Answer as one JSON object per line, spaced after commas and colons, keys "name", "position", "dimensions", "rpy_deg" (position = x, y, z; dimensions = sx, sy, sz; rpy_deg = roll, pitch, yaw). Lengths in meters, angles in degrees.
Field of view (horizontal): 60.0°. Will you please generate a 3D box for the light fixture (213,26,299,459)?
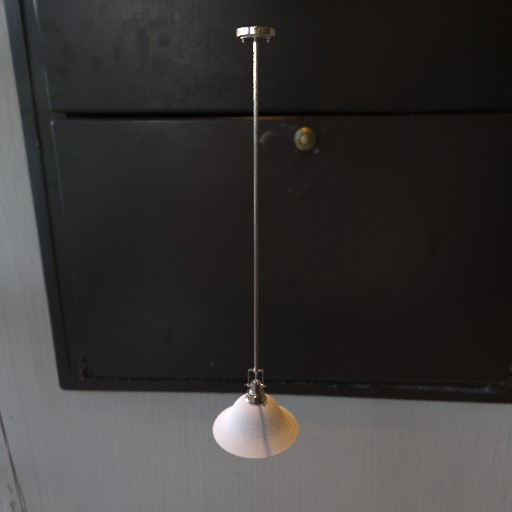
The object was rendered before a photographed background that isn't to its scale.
{"name": "light fixture", "position": [0.000, 0.000, 1.471], "dimensions": [0.324, 1.354, 0.324], "rpy_deg": [2, 17, 7]}
